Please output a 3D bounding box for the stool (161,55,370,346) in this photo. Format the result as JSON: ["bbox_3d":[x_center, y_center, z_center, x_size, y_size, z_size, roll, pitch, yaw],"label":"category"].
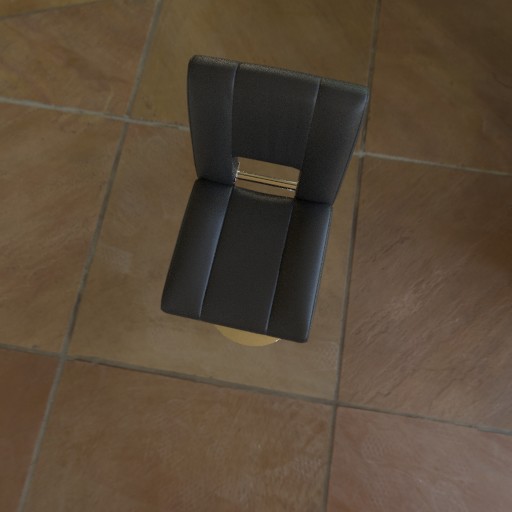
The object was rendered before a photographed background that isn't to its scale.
[{"bbox_3d":[0.000,0.000,1.404,0.415,1.151,0.520,12,74,3],"label":"stool"}]
